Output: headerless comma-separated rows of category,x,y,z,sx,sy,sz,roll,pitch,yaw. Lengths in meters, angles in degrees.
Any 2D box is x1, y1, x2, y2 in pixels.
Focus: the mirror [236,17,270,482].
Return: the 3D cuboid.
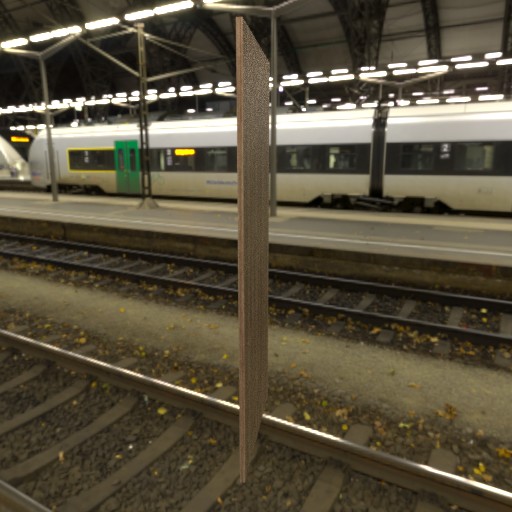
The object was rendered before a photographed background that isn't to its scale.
mirror,0.000,0.000,2.292,0.025,2.032,0.812,2,12,9
